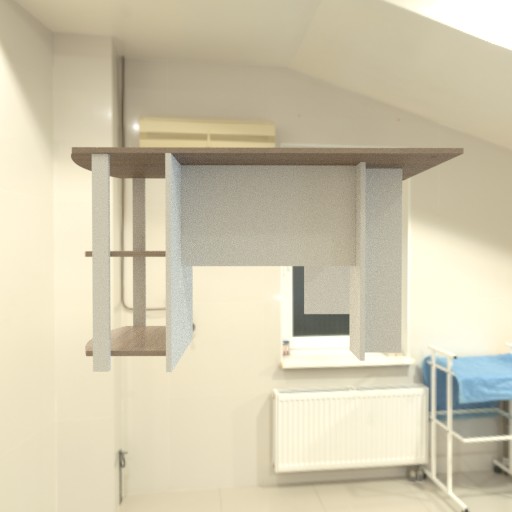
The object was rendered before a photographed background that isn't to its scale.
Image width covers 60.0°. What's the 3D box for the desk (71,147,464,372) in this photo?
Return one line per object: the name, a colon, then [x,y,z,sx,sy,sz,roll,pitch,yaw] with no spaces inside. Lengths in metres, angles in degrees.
desk: [0.000,0.000,2.085,1.303,0.716,1.361,0,1,-1]
